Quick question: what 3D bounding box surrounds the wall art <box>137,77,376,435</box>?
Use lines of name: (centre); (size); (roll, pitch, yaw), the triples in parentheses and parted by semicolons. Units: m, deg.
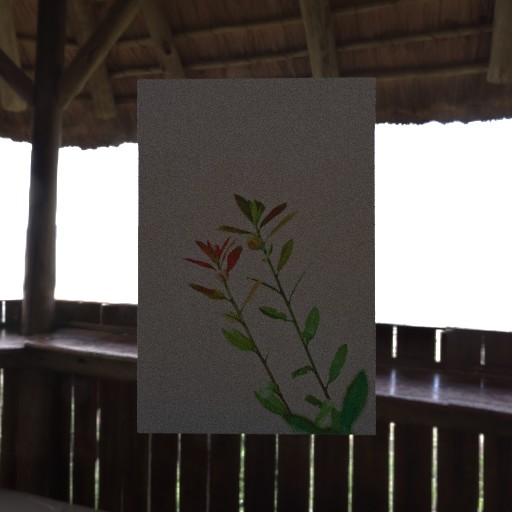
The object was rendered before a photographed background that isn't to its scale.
wall art: (0.000, 0.000, 1.159); (0.612, 0.915, 0.039); (0, 0, 1)
